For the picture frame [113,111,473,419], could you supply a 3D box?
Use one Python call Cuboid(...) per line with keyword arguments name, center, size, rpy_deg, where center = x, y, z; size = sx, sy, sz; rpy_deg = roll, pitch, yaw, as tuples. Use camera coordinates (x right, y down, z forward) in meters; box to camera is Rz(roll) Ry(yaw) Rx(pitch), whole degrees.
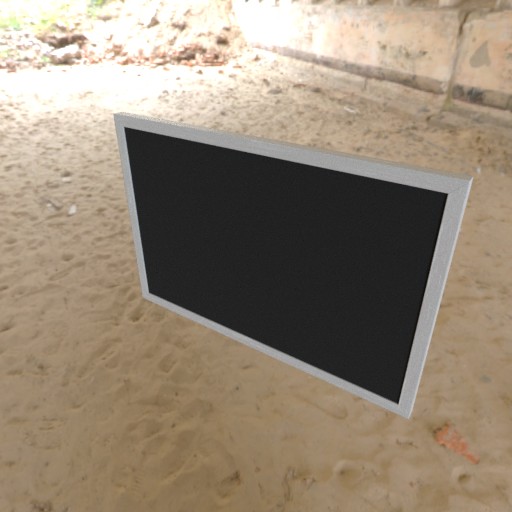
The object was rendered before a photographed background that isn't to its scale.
Cuboid(name="picture frame", center=(0.000, 0.000, 1.201), size=(0.950, 0.640, 0.029), rpy_deg=(19, 35, 28))
